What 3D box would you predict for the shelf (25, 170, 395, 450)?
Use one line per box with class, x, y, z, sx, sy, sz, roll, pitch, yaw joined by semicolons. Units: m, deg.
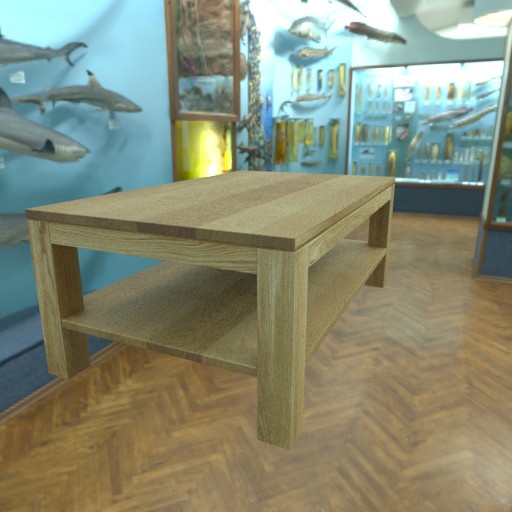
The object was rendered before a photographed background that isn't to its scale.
shelf;0.000;0.000;1.495;0.700;0.450;1.150;7;18;24
